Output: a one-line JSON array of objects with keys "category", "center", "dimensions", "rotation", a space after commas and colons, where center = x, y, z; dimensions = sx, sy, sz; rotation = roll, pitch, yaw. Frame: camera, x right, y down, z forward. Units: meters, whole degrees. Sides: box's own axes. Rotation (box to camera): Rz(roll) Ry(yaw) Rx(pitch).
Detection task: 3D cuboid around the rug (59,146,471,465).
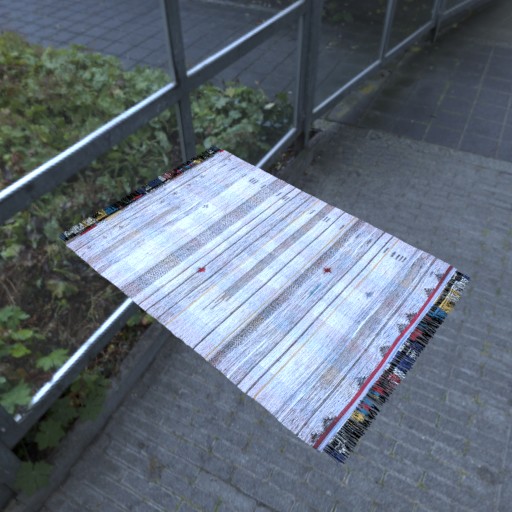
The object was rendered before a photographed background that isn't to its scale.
[{"category": "rug", "center": [0.000, 0.000, 2.300], "dimensions": [1.848, 0.012, 1.217], "rotation": [32, 54, 27]}]
